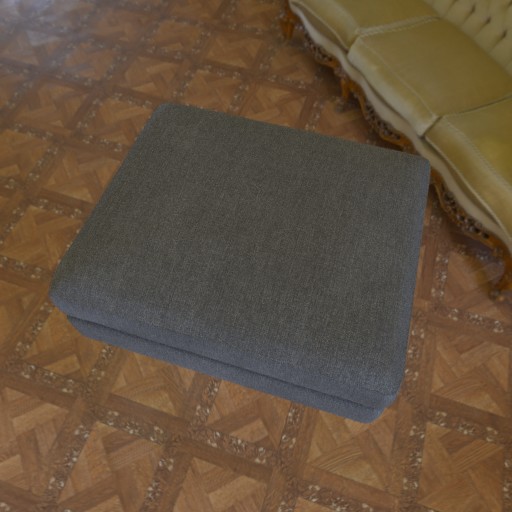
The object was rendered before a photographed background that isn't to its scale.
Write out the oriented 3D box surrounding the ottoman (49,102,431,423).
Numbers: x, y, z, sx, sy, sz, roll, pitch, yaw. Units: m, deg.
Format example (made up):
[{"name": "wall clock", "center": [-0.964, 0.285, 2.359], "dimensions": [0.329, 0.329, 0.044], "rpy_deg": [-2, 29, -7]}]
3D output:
[{"name": "ottoman", "center": [0.000, 0.000, 1.263], "dimensions": [0.821, 0.474, 0.693], "rpy_deg": [15, 60, 9]}]
